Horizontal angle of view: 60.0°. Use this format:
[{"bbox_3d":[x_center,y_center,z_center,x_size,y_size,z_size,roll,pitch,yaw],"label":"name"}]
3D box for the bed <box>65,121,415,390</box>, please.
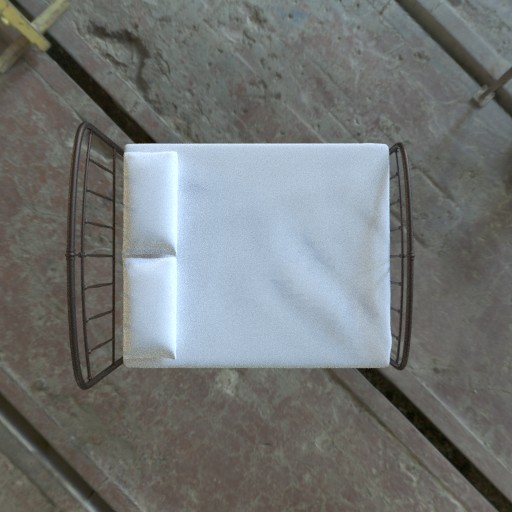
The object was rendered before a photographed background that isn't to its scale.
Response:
[{"bbox_3d":[0.000,0.000,3.219,2.180,1.425,1.711,0,89,0],"label":"bed"}]
